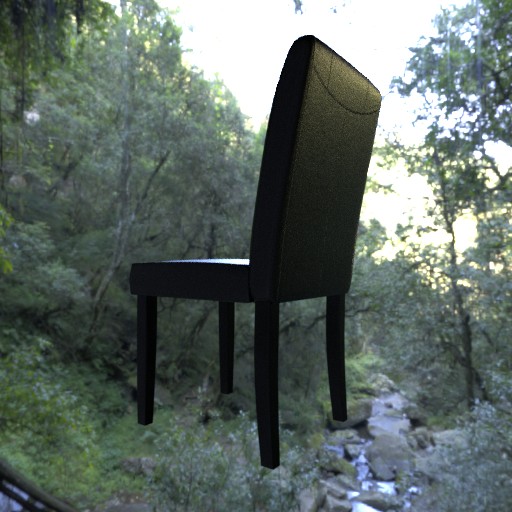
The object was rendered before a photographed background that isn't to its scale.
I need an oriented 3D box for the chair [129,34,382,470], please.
[{"bbox_3d":[0.000,0.000,1.179,0.556,0.897,0.399,0,-1,36],"label":"chair"}]
